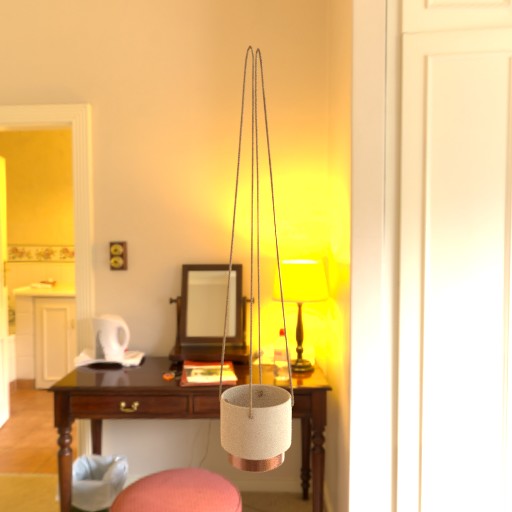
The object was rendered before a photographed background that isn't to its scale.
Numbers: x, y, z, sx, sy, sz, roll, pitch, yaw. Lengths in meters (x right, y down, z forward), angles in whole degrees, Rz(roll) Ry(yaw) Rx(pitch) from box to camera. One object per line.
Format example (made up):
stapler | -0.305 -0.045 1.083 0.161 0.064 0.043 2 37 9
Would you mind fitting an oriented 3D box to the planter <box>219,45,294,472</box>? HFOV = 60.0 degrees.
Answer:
planter | 0.000 0.000 0.907 0.146 0.841 0.146 -1 2 -37
